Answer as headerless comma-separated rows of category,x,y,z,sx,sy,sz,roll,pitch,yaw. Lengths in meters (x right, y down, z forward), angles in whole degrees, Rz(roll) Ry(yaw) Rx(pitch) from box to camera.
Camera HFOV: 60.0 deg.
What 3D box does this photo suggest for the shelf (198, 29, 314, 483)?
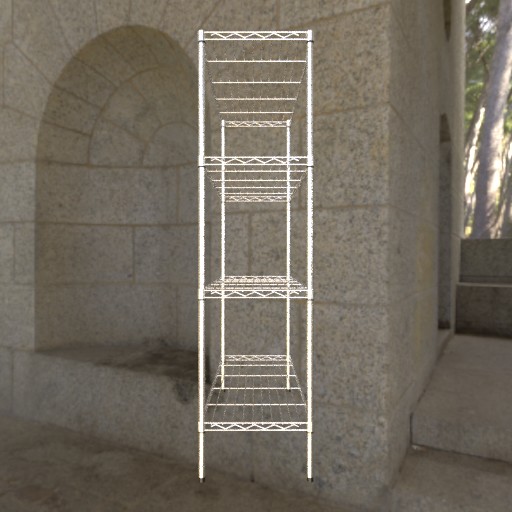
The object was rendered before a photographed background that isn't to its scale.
shelf,0.000,0.000,1.781,0.352,1.360,0.907,0,0,0
